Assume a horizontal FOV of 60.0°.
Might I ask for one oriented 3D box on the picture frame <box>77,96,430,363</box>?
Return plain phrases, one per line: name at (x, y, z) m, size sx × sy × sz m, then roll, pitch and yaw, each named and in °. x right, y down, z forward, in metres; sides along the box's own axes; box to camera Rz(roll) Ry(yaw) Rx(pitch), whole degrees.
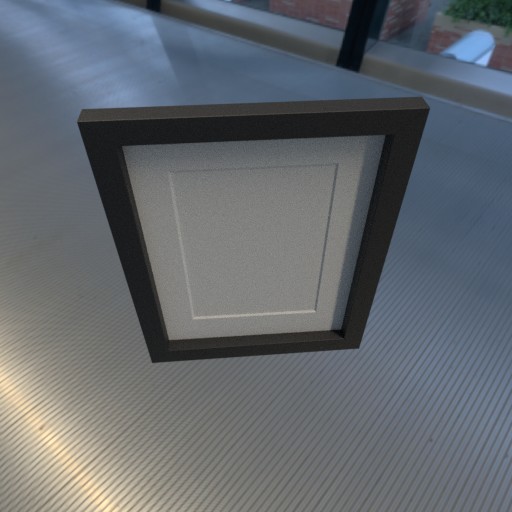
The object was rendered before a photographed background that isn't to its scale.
picture frame at (0.000, 0.000, 0.531) m, size 0.307 × 0.383 × 0.036 m, roll -3°, pitch 45°, yaw -3°
